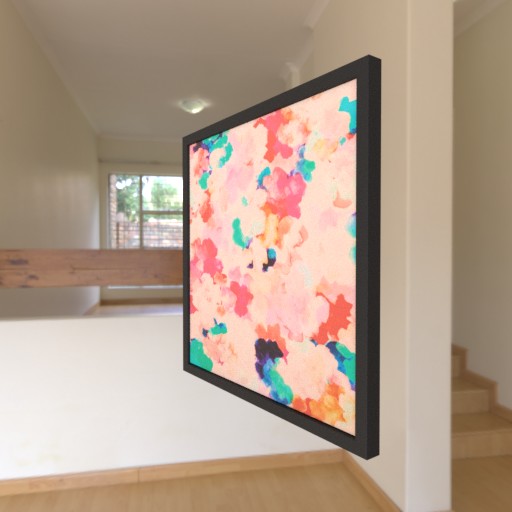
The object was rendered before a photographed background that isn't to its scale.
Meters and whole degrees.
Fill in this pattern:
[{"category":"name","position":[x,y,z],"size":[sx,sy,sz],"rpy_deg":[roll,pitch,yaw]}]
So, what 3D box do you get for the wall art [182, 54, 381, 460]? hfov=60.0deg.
[{"category":"wall art","position":[0.000,0.000,0.460],"size":[0.015,0.304,0.306],"rpy_deg":[-1,1,-36]}]
